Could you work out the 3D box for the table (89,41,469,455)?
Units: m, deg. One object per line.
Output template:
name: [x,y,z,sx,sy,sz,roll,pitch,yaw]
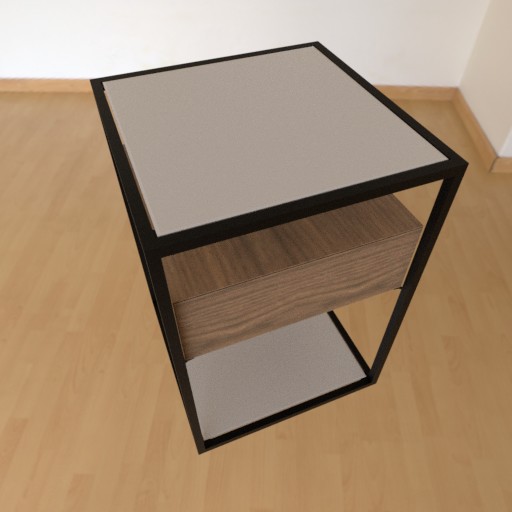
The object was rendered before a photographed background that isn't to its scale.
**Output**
table: [0.000,0.000,0.780,0.378,0.540,0.378,-16,49,-15]
